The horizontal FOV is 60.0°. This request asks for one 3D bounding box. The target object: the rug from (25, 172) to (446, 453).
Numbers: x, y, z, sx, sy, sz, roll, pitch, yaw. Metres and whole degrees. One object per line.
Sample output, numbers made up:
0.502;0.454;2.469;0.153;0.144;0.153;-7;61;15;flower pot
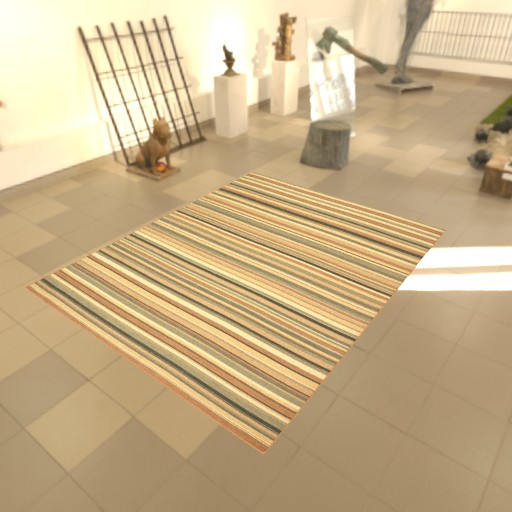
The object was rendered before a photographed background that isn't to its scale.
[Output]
0.000;0.000;4.015;2.436;0.011;3.045;23;40;30;rug
